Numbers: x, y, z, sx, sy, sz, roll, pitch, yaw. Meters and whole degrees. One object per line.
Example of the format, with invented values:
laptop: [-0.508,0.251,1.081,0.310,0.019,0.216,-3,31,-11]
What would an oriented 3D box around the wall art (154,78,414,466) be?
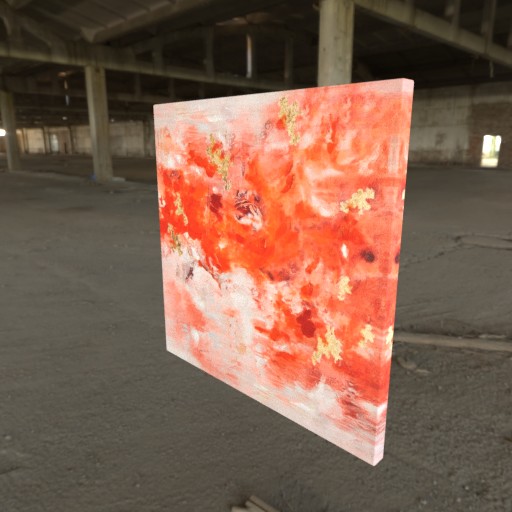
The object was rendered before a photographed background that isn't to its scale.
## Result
wall art: [0.000,0.000,1.092,0.747,0.746,0.064,14,20,43]
